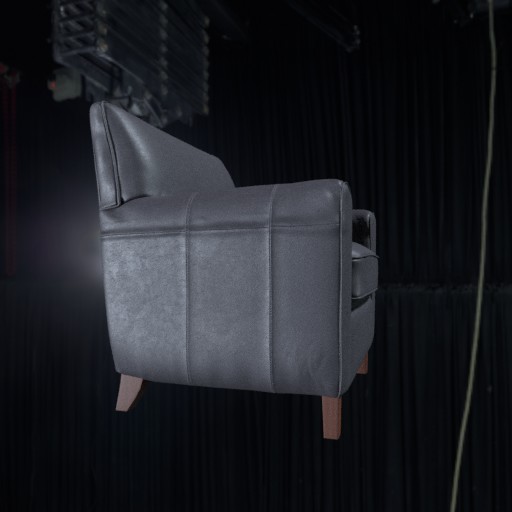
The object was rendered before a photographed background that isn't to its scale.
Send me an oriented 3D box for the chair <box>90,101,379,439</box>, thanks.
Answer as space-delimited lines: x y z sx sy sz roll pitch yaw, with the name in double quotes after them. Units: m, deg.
0.000 0.000 1.594 0.825 0.943 0.870 0 0 20 "chair"
